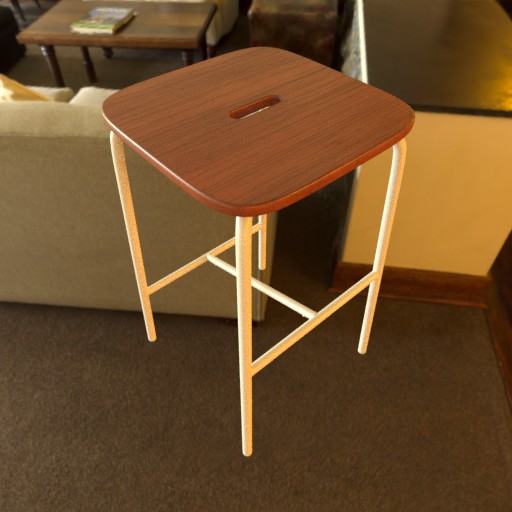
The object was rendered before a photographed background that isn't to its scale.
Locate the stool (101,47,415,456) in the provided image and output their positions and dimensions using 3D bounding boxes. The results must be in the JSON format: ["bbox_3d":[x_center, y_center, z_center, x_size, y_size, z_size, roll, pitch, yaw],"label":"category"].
[{"bbox_3d":[0.000,0.000,0.849,0.376,0.610,0.376,-32,54,-27],"label":"stool"}]
